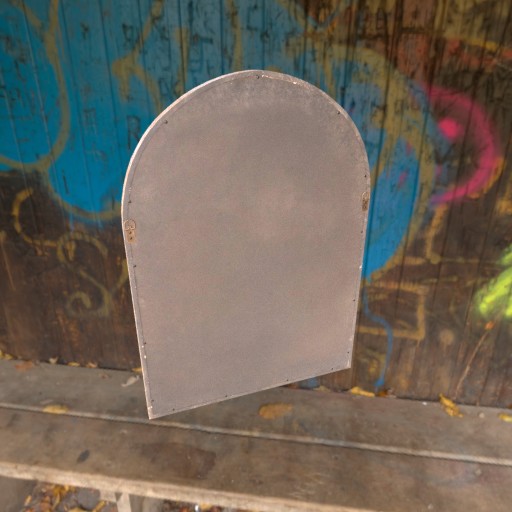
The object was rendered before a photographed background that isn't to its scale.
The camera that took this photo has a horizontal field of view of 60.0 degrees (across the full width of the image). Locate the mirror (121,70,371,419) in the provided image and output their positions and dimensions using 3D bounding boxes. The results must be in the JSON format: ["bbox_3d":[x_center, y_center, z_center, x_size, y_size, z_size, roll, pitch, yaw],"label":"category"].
[{"bbox_3d":[0.000,0.000,1.188,0.660,0.920,0.032,-9,27,-18],"label":"mirror"}]
